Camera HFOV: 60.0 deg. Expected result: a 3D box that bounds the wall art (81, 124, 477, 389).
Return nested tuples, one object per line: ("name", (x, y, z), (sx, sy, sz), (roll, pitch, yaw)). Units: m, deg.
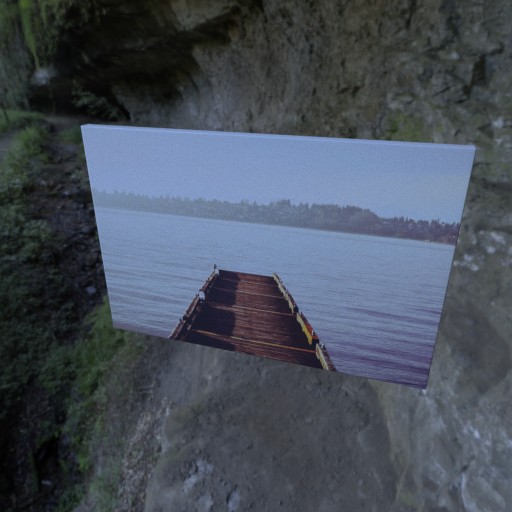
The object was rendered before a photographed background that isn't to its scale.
("wall art", (0.000, 0.000, 1.423), (1.149, 0.765, 0.040), (8, 26, 16))
